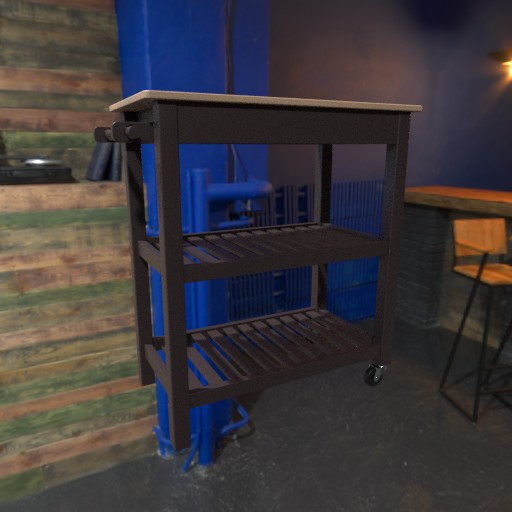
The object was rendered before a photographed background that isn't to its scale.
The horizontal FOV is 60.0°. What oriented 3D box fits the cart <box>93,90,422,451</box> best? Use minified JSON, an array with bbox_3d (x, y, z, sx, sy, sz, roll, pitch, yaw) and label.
[{"bbox_3d":[0.000,0.000,1.439,0.899,0.927,0.457,-7,15,-26],"label":"cart"}]
